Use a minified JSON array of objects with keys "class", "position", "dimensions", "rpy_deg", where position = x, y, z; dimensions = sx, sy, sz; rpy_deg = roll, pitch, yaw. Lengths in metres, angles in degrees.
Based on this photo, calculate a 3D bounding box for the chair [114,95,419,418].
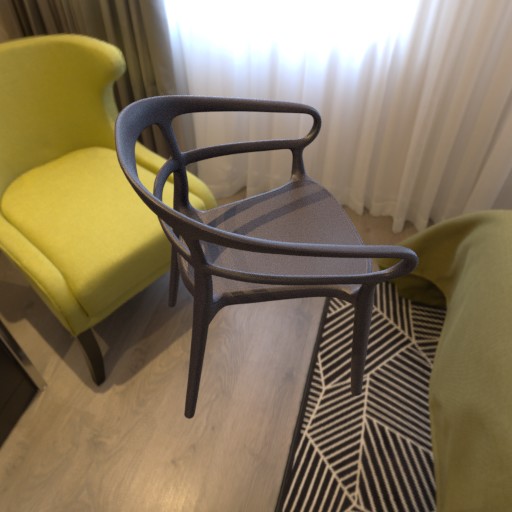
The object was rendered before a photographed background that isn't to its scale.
[{"class":"chair","position":[0.000,0.000,1.120],"dimensions":[0.527,0.761,0.559],"rpy_deg":[-11,48,-10]}]
